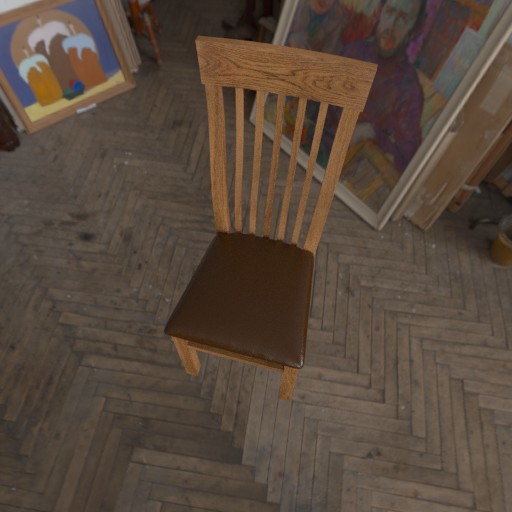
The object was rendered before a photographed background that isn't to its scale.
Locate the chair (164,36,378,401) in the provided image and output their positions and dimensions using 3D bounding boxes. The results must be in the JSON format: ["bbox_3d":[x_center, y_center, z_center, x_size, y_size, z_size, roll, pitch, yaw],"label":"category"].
[{"bbox_3d":[0.000,0.000,1.385,0.450,1.050,0.580,13,59,8],"label":"chair"}]
